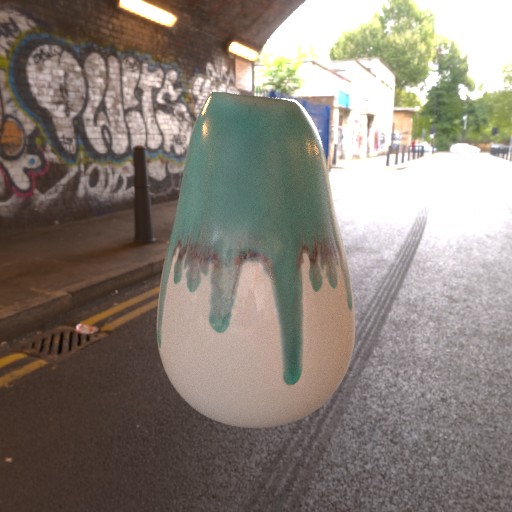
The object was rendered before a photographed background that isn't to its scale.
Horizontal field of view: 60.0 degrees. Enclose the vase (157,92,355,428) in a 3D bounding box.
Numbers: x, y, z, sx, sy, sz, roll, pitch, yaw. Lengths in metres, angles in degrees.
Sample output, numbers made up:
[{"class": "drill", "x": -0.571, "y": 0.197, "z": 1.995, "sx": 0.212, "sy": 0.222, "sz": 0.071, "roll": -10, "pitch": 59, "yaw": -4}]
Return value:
[{"class": "vase", "x": 0.000, "y": 0.000, "z": 0.255, "sx": 0.116, "sy": 0.179, "sz": 0.116, "roll": 0, "pitch": 14, "yaw": 0}]
